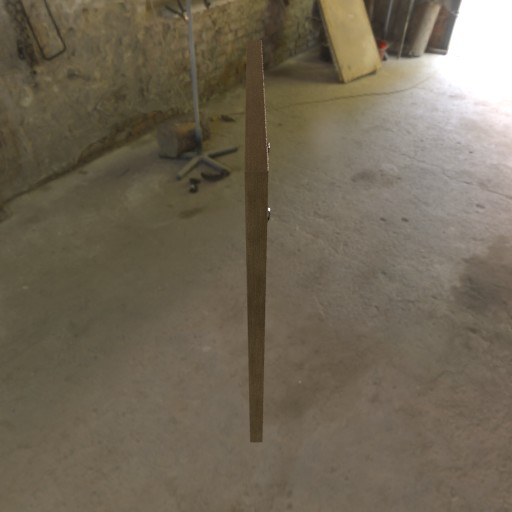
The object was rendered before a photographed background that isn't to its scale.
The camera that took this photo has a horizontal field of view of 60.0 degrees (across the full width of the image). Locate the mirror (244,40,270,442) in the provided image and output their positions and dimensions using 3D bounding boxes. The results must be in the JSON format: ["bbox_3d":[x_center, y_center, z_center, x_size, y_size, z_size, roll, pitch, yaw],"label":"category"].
[{"bbox_3d":[0.000,0.000,1.201,0.041,0.915,0.609,0,43,0],"label":"mirror"}]
